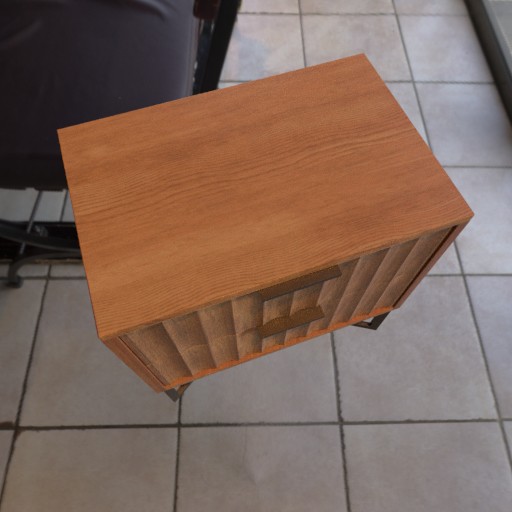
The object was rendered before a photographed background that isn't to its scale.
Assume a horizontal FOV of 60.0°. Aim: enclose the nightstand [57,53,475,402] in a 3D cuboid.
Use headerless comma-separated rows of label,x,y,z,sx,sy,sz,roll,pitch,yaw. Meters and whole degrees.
nightstand,0.000,0.000,1.029,0.613,0.615,0.427,-18,64,-9
